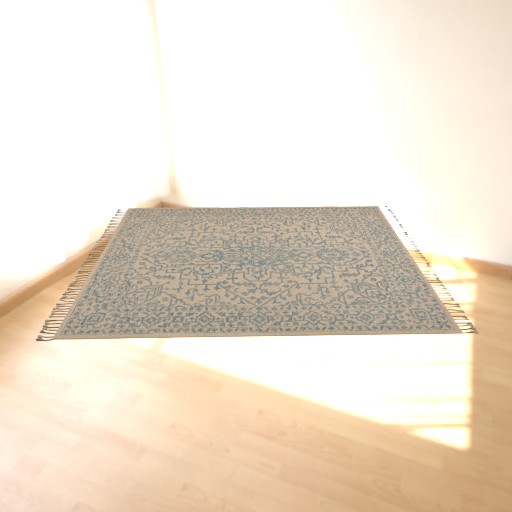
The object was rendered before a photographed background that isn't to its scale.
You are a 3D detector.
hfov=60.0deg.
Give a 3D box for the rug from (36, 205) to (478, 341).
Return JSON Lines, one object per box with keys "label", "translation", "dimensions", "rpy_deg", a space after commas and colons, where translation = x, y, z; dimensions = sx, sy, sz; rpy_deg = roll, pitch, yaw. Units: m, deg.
{"label": "rug", "translation": [0.000, 0.000, 4.349], "dimensions": [3.327, 0.010, 2.464], "rpy_deg": [-1, 29, -1]}
